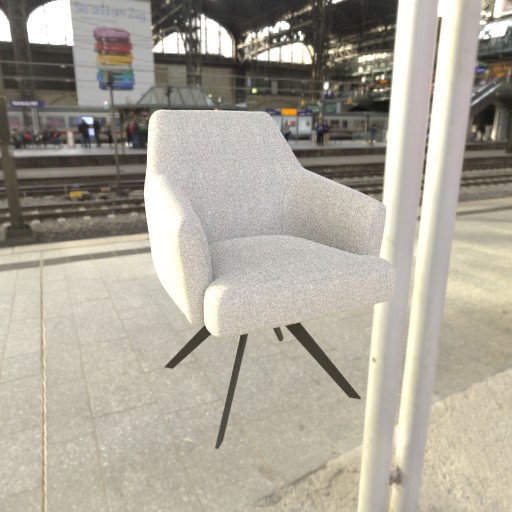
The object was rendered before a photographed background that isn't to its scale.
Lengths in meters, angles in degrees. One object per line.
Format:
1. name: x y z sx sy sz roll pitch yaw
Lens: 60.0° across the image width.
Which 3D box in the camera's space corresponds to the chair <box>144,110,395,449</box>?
1. chair: 0.000 0.000 1.369 0.642 0.874 0.677 -8 18 -26
